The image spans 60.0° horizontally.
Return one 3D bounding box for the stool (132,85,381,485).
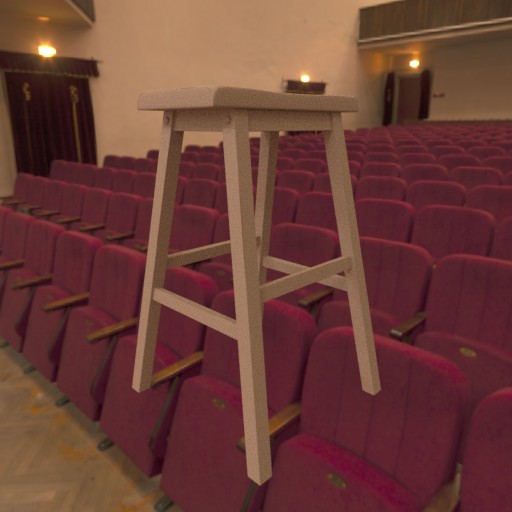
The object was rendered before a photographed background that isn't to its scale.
[{"bbox_3d":[0.000,0.000,1.071,0.476,0.737,0.457,16,23,42],"label":"stool"}]
